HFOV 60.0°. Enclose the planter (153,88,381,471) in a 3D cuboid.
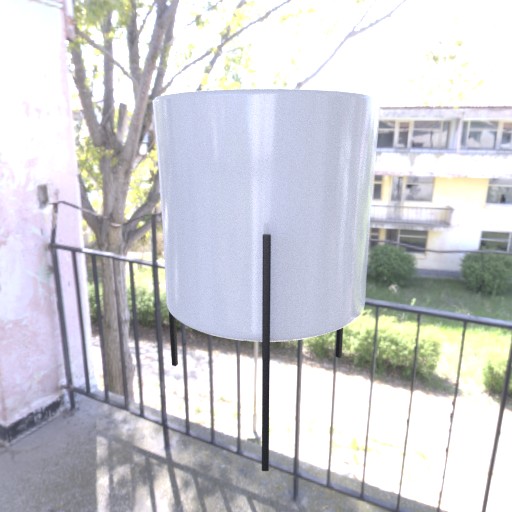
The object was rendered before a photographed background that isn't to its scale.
[{"bbox_3d":[0.000,0.000,0.723,0.361,0.480,0.360,7,17,25],"label":"planter"}]
